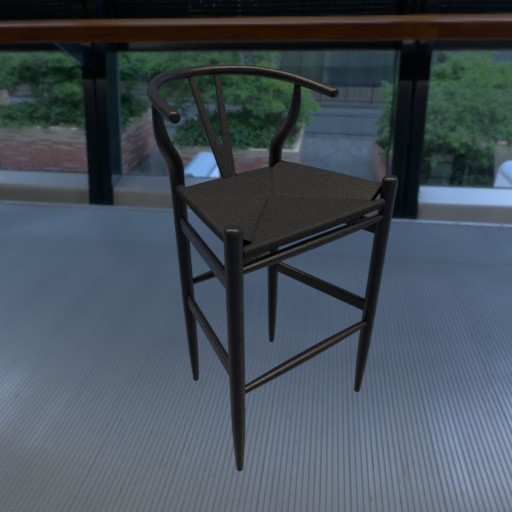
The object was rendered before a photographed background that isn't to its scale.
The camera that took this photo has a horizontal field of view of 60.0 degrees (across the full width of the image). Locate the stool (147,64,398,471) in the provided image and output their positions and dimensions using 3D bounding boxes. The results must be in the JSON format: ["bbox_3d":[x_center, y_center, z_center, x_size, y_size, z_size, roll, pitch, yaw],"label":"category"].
[{"bbox_3d":[0.000,0.000,1.414,0.569,1.072,0.579,-20,36,-31],"label":"stool"}]
